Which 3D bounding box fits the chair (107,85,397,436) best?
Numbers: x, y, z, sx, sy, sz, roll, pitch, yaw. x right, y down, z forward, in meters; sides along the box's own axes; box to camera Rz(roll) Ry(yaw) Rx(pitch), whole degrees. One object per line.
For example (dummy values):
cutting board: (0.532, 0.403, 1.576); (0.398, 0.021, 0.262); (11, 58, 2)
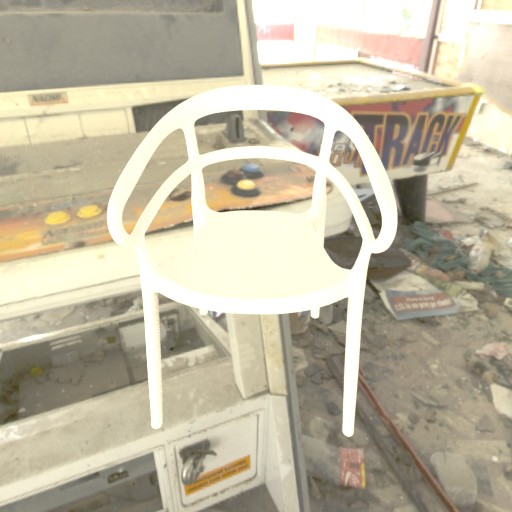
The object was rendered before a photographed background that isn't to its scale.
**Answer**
chair: (0.000, 0.000, 1.157); (0.559, 0.761, 0.527); (1, 30, 2)
